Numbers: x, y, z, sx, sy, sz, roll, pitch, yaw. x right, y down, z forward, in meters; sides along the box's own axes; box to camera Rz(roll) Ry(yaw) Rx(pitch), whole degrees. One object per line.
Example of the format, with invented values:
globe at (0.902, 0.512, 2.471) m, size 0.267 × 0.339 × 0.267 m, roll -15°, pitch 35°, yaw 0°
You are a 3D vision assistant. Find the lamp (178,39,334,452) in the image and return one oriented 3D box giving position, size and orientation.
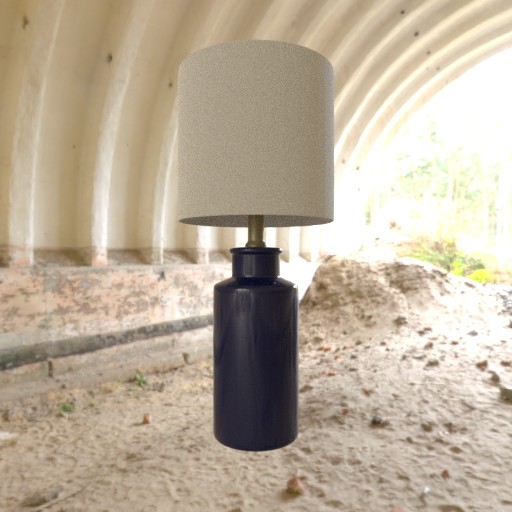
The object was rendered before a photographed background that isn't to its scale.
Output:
lamp at (0.000, 0.000, 0.609) m, size 0.212 × 0.493 × 0.212 m, roll 0°, pitch 0°, yaw 0°
